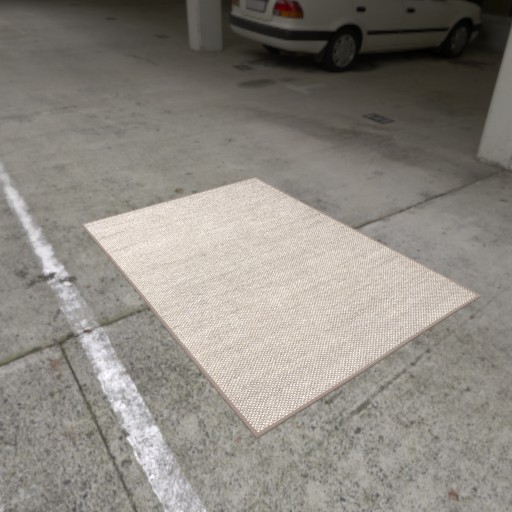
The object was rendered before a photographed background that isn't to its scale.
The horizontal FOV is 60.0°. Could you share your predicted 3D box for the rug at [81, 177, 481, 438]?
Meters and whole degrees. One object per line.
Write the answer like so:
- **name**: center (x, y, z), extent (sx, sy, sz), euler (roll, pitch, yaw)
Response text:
- **rug**: center (0.000, 0.000, 2.762), extent (1.517, 0.013, 2.115), euler (-21, 37, -30)
